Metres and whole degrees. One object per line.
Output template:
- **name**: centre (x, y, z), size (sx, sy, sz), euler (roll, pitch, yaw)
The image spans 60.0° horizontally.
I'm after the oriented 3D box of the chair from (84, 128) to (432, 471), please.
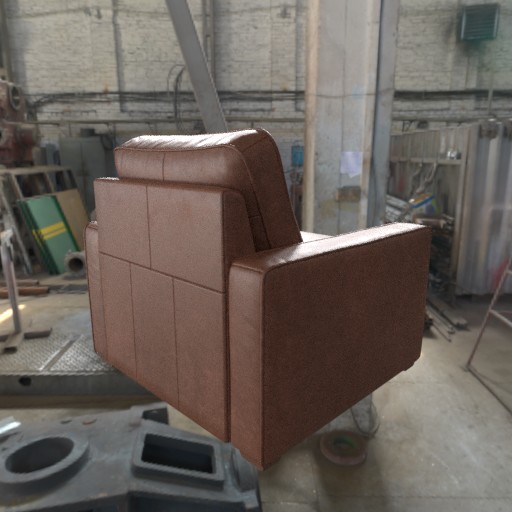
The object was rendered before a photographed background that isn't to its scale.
- **chair**: centre (0.000, 0.000, 1.727), size (0.940, 0.919, 1.017), euler (-13, 18, -43)
